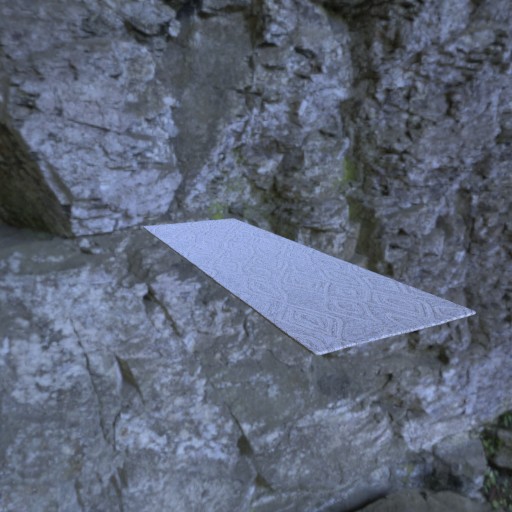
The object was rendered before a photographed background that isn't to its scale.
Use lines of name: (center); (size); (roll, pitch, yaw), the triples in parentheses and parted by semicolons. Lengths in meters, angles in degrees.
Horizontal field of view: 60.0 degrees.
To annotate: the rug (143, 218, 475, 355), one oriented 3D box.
rug: (0.000, 0.000, 2.679); (0.807, 0.013, 2.436); (-8, 17, -26)
